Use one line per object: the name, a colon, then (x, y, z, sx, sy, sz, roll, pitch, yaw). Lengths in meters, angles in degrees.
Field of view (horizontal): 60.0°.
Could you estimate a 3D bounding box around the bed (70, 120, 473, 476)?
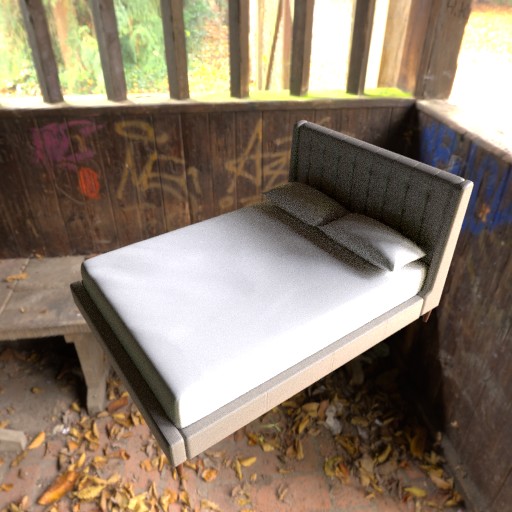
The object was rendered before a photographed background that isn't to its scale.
bed: (0.000, 0.000, 3.126, 2.232, 1.147, 1.656, -22, 39, -29)
